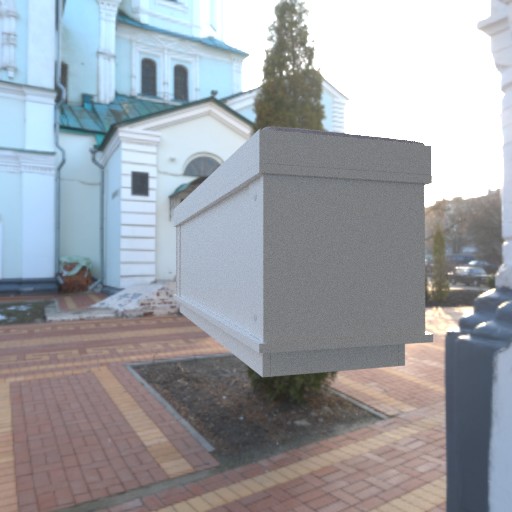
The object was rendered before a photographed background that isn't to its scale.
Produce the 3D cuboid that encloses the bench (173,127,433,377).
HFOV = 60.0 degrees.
[{"bbox_3d":[0.000,0.000,1.373,0.363,0.453,1.196,0,-1,-17],"label":"bench"}]
